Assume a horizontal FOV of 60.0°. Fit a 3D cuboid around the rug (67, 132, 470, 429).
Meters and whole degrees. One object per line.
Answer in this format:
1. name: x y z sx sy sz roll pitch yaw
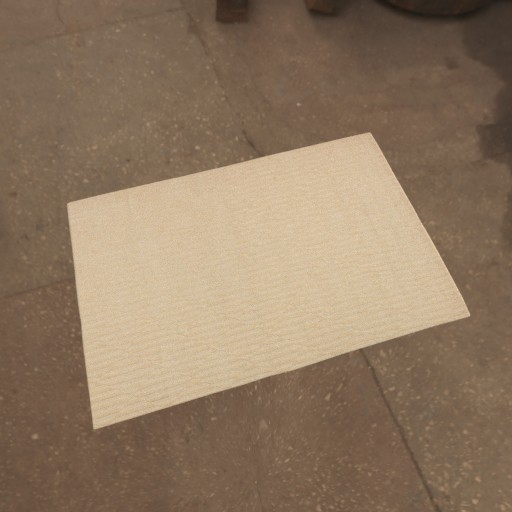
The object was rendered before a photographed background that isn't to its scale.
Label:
1. rug: 0.000 0.000 2.324 1.848 0.014 1.238 -15 64 -7
